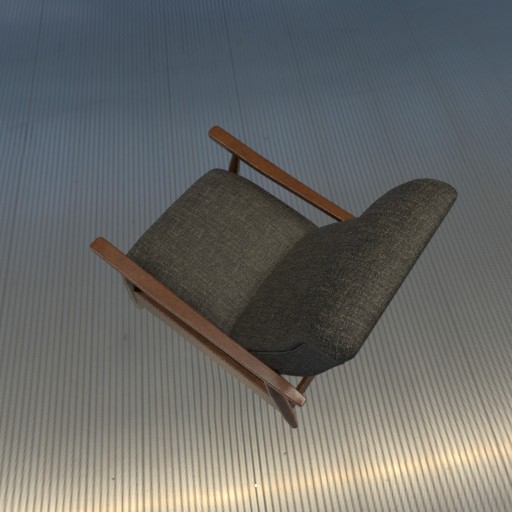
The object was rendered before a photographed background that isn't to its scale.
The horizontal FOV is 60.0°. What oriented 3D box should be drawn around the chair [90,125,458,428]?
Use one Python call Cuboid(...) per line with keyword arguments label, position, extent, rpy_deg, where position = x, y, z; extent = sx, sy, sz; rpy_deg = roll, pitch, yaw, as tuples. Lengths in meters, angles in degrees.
Cuboid(label="chair", position=(0.000, 0.000, 1.747), extent=(1.014, 1.082, 0.762), rpy_deg=(33, 67, 16))
